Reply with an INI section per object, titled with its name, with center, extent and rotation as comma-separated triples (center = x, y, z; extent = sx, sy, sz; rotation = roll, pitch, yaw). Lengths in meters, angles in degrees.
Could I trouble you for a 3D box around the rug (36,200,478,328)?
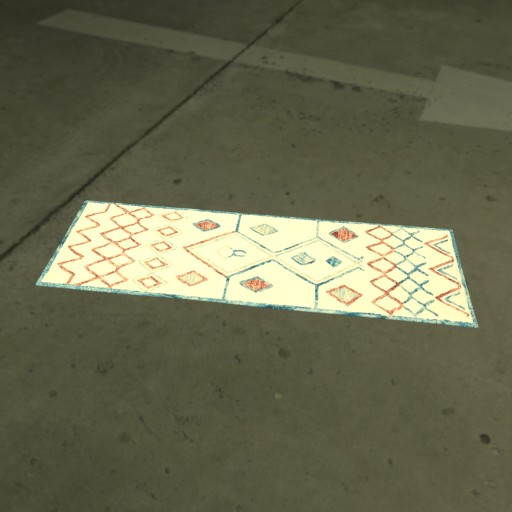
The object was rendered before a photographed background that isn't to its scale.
[rug]
center = 0.000, 0.000, 2.671
extent = 2.435, 0.011, 0.750
rotation = 5, 47, 5
